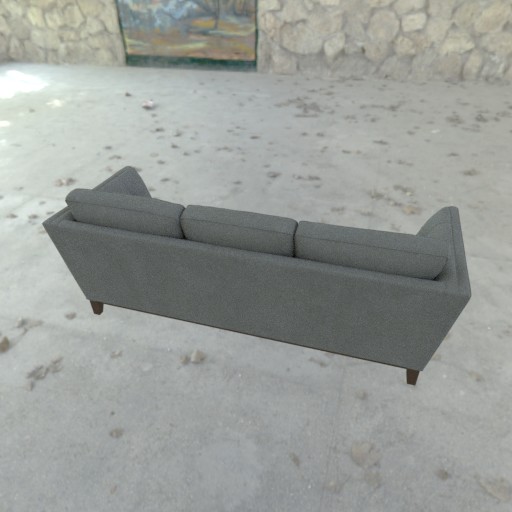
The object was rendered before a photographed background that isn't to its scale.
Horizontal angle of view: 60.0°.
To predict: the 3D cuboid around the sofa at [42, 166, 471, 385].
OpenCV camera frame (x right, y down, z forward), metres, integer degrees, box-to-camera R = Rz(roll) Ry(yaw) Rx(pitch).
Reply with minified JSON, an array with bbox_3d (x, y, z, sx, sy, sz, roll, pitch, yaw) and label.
[{"bbox_3d":[0.000,0.000,2.888,2.387,0.940,0.965,10,34,15],"label":"sofa"}]
